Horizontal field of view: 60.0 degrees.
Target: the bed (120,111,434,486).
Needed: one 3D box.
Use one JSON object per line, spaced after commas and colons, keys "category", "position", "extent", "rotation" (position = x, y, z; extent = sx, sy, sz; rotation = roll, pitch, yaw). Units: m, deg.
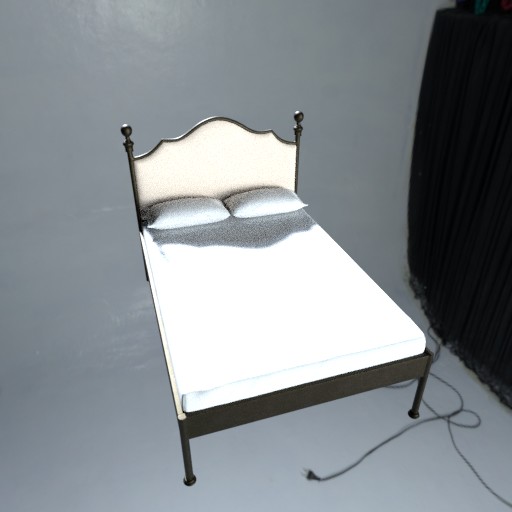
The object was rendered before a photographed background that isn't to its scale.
{"category": "bed", "position": [0.000, 0.000, 3.136], "extent": [1.533, 1.462, 2.170], "rotation": [-9, 32, -15]}
